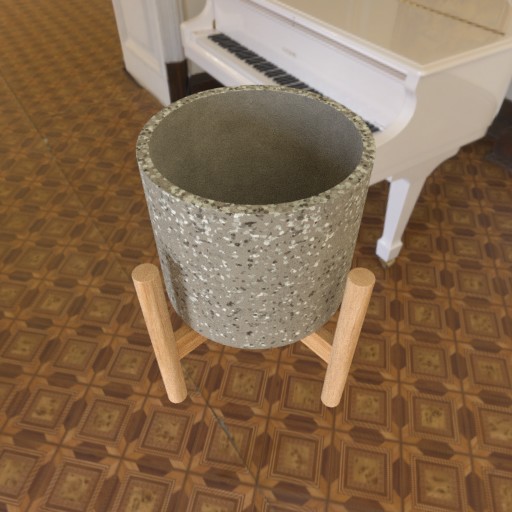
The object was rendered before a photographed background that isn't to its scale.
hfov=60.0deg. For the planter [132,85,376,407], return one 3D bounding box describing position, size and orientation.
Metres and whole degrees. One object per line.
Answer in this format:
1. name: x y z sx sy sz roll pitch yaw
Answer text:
1. planter: 0.000 0.000 0.532 0.284 0.320 0.284 -15 48 -14
